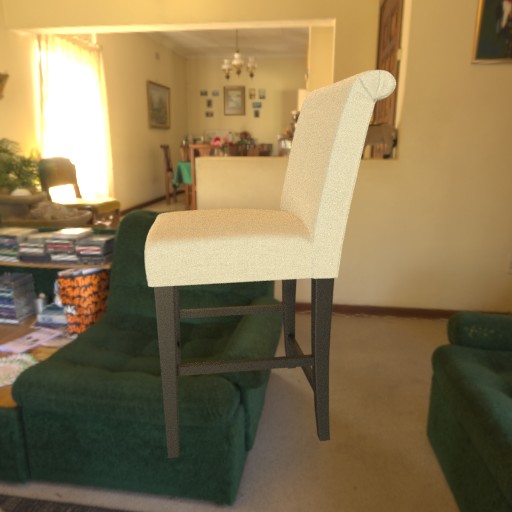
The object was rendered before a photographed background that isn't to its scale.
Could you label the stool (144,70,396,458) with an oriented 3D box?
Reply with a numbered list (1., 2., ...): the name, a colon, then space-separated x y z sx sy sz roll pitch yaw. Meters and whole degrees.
1. stool: 0.000 0.000 1.308 0.597 0.976 0.452 -2 15 -8
